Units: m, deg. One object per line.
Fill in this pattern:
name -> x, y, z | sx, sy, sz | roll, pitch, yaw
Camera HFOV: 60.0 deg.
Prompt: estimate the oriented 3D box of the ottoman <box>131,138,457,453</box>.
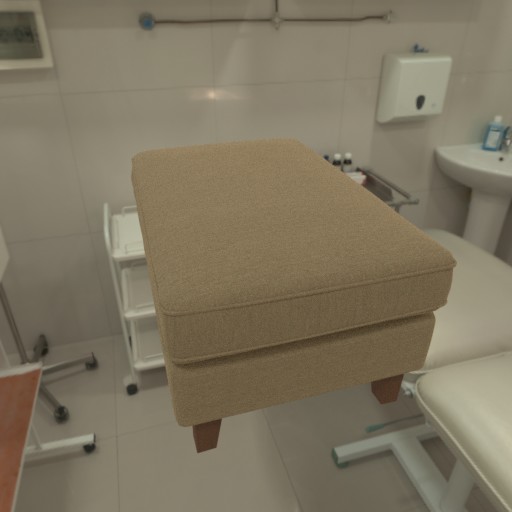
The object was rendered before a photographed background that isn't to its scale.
ottoman -> 0.000, 0.000, 1.312 | 0.636, 0.521, 0.945 | -9, 32, -15
